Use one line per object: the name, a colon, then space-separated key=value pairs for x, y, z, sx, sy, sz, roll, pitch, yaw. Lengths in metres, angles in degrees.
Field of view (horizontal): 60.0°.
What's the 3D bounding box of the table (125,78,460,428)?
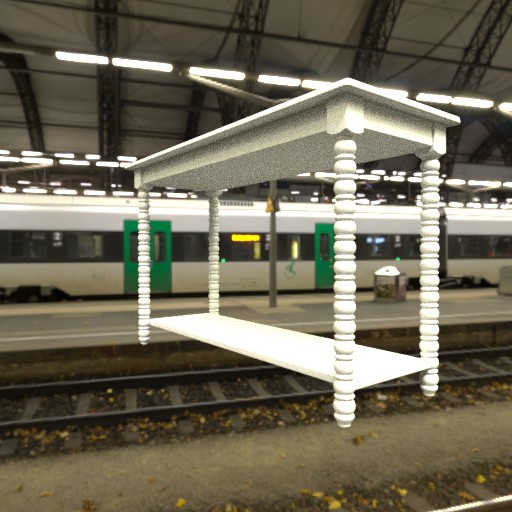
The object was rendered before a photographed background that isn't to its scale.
table: x=0.000 y=0.000 z=1.500 sx=0.459 sy=0.740 sz=1.184 roll=-1 pitch=1 yaw=-38
